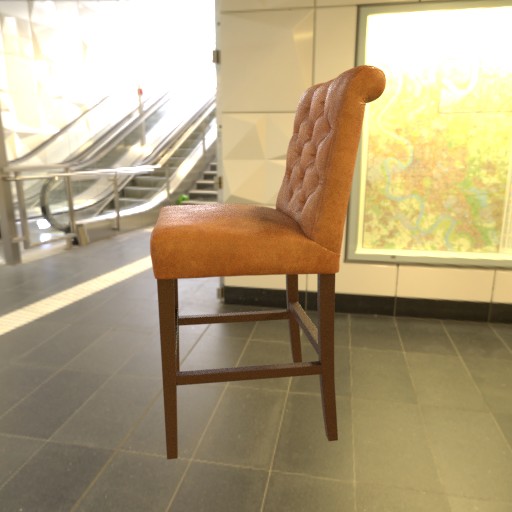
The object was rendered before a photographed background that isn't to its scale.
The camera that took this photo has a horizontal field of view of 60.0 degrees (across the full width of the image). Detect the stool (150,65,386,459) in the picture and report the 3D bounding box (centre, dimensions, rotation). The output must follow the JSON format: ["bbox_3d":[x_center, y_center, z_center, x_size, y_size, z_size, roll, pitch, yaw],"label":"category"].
[{"bbox_3d":[0.000,0.000,1.370,0.601,1.047,0.493,-2,14,-8],"label":"stool"}]
